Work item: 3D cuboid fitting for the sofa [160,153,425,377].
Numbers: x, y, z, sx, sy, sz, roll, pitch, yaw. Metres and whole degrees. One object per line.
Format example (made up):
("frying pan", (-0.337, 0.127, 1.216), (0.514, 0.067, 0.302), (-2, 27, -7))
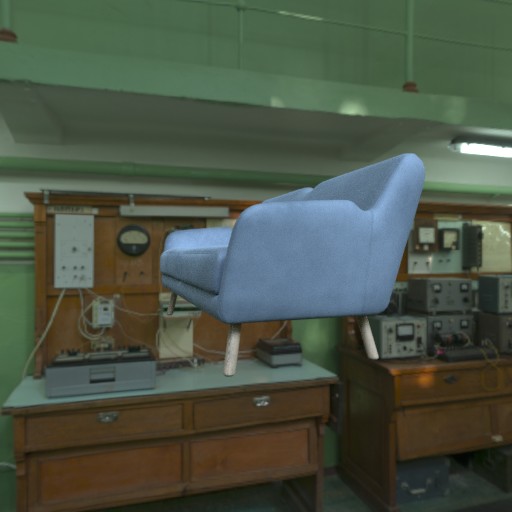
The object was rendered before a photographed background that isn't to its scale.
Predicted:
("sofa", (0.000, 0.000, 2.373), (0.850, 0.810, 1.870), (0, 0, -18))
